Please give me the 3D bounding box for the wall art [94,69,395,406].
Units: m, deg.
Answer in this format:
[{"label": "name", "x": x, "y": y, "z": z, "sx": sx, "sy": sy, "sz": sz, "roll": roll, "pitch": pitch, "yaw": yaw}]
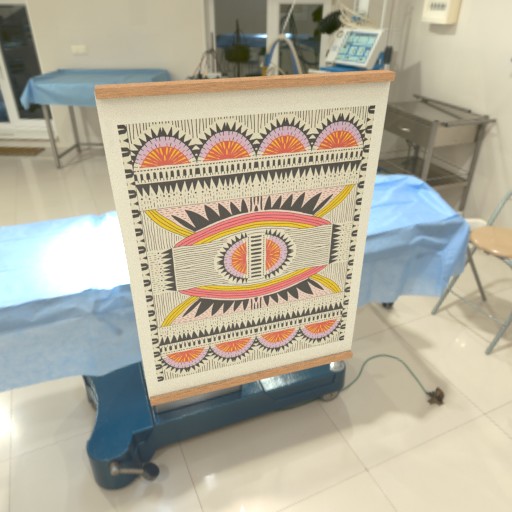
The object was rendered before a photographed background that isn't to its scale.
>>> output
[{"label": "wall art", "x": 0.000, "y": 0.000, "z": 0.808, "sx": 0.456, "sy": 0.609, "sz": 0.028, "roll": -9, "pitch": 32, "yaw": -15}]
